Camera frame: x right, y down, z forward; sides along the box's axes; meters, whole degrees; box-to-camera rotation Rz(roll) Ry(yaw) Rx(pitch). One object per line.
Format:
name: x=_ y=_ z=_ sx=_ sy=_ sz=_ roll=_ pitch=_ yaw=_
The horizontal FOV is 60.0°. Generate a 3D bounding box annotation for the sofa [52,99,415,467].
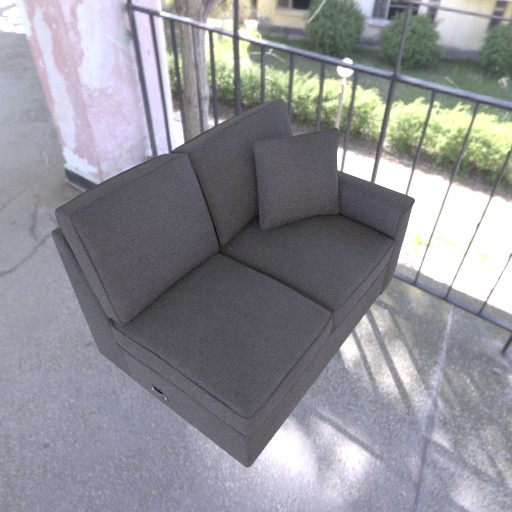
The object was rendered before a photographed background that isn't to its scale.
sofa: x=0.000 y=0.000 z=2.105 sx=0.991 sy=0.989 sz=1.388 roll=27 pitch=49 yaw=27
